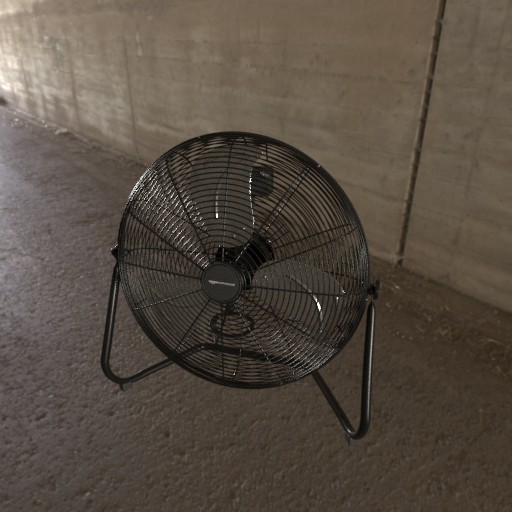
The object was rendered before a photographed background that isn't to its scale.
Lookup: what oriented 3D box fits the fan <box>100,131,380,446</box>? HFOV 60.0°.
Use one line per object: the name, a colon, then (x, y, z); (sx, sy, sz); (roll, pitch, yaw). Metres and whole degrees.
fan: (0.000, 0.000, 1.028); (0.595, 0.605, 0.470); (8, 28, 15)
